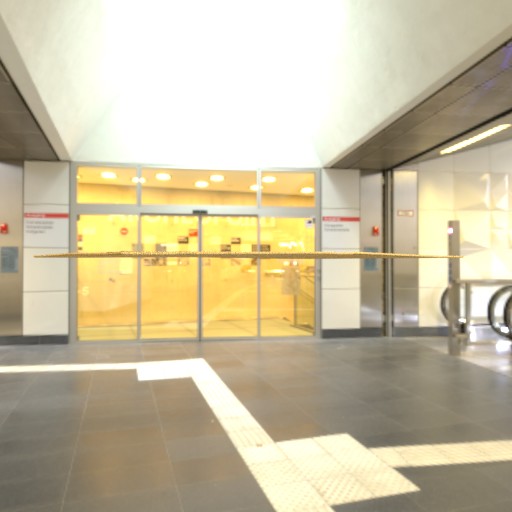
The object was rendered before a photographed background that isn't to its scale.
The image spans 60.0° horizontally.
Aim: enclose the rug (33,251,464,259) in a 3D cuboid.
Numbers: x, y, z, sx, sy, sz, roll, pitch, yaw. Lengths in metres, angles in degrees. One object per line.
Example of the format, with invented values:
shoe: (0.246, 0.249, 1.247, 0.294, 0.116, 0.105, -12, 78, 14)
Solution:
rug: (0.000, 0.000, 2.220, 1.820, 0.022, 1.179, 1, -1, -37)
